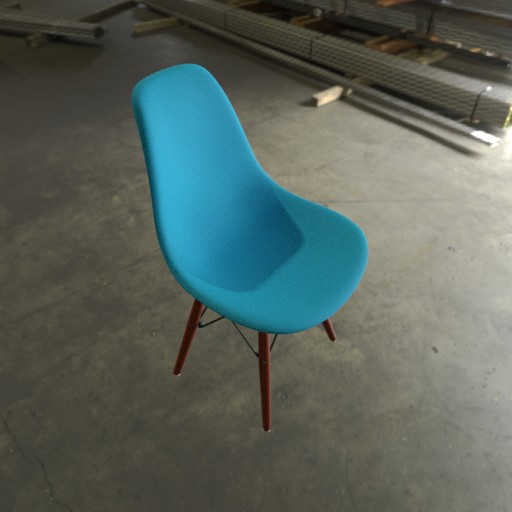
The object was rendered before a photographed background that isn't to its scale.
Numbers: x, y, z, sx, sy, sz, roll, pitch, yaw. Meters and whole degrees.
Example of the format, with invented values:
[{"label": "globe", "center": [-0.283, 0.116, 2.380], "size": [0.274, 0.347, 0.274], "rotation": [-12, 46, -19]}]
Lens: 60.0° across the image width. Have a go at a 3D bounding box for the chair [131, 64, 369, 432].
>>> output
[{"label": "chair", "center": [0.000, 0.000, 1.143], "size": [0.533, 0.826, 0.470], "rotation": [25, 47, 26]}]
